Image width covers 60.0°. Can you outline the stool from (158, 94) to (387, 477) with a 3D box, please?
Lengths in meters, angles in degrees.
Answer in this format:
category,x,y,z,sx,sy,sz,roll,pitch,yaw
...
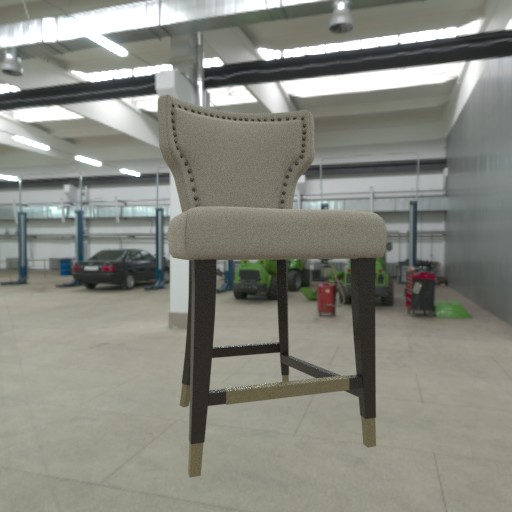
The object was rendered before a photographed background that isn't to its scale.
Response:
category,x,y,z,sx,sy,sz,roll,pitch,yaw
stool,0.000,0.000,1.297,0.527,0.982,0.563,0,1,-19
